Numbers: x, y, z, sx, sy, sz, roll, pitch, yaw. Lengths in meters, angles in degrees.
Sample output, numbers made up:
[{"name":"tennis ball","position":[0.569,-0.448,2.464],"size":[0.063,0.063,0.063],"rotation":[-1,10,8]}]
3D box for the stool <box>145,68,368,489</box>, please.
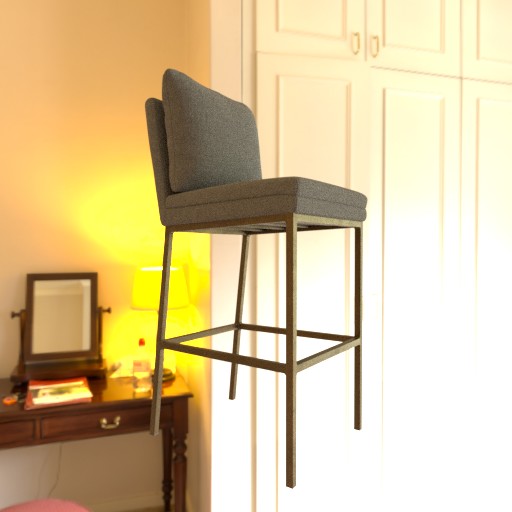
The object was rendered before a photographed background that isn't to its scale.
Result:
[{"name":"stool","position":[0.000,0.000,1.413],"size":[0.569,1.132,0.463],"rotation":[1,1,35]}]
